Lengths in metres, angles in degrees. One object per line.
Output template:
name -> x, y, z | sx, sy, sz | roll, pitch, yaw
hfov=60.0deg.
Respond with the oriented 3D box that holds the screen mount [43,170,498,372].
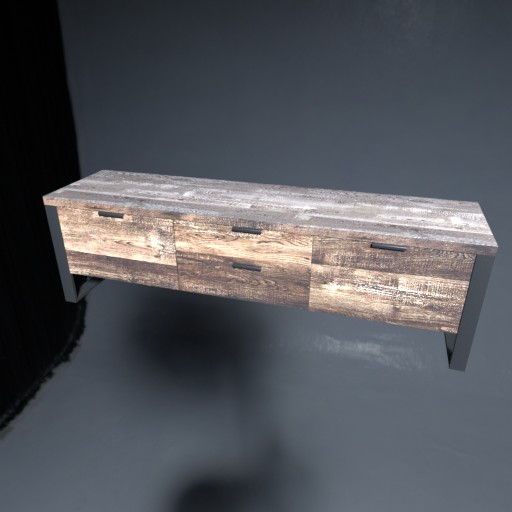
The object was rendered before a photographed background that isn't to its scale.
screen mount -> 0.000, 0.000, 1.695 | 1.524, 0.450, 0.395 | 7, 27, 15
